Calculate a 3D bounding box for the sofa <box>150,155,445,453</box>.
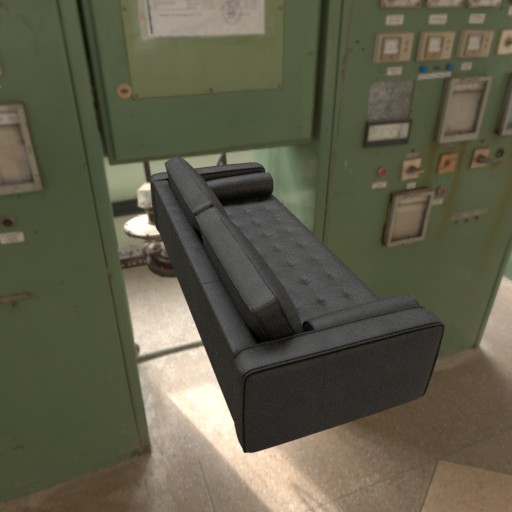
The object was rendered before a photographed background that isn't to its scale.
[{"bbox_3d":[0.000,0.000,2.654,0.914,0.762,2.210,-11,32,-17],"label":"sofa"}]
